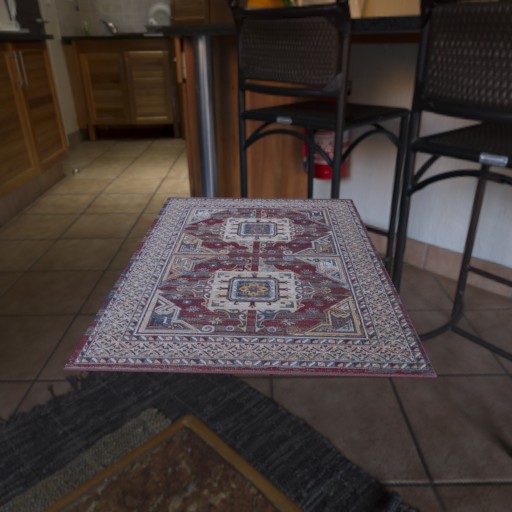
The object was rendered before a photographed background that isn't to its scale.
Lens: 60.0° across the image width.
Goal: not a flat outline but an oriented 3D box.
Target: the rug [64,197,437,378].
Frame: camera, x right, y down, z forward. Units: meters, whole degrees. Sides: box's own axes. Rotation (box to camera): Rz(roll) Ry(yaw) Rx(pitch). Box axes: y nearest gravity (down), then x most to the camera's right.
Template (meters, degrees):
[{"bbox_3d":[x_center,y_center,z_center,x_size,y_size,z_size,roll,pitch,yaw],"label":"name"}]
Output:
[{"bbox_3d":[0.000,0.000,2.879,1.599,0.011,2.210,1,27,2],"label":"rug"}]
